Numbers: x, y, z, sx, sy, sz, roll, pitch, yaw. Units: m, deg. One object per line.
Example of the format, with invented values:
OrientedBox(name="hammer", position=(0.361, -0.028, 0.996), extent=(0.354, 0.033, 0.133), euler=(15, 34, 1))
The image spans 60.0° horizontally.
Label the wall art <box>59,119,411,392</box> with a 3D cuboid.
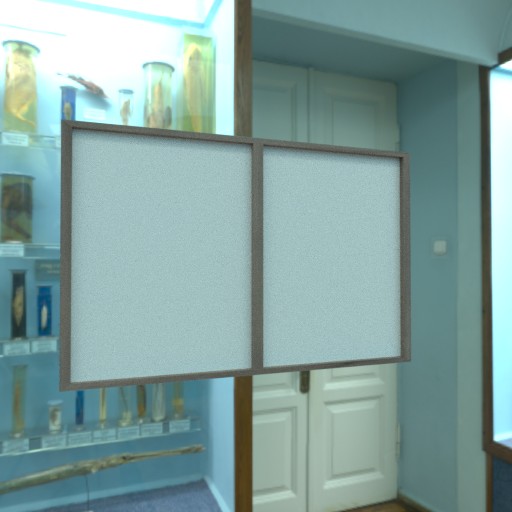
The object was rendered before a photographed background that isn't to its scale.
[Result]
OrientedBox(name="wall art", position=(0.000, 0.000, 1.137), extent=(0.919, 0.598, 0.038), euler=(0, -1, -19))
